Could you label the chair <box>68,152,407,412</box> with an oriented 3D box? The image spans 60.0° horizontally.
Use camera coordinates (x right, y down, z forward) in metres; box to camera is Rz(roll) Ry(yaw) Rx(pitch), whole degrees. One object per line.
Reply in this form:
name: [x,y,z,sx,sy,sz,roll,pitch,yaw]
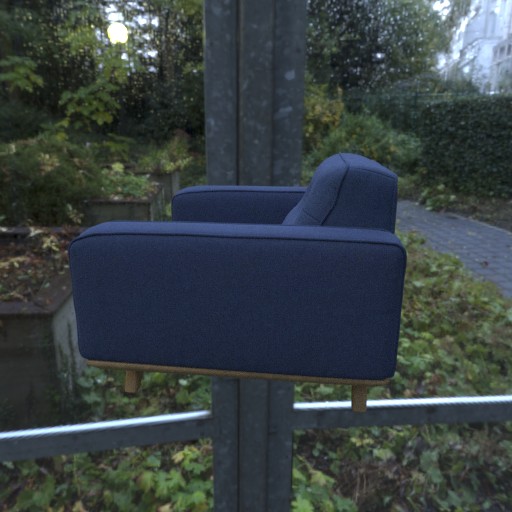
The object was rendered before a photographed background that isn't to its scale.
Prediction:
chair: [0.000,0.000,1.756,0.953,0.783,1.118,2,16,8]
